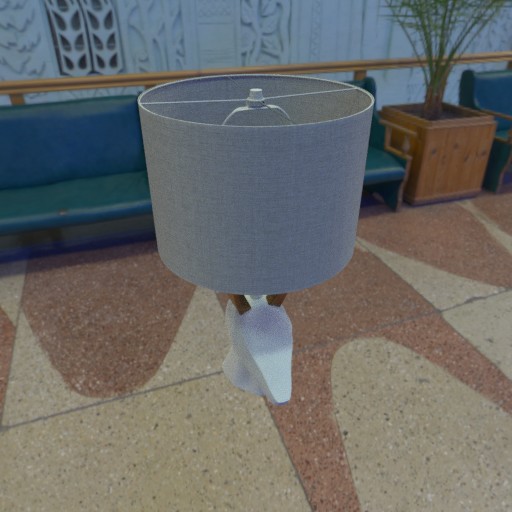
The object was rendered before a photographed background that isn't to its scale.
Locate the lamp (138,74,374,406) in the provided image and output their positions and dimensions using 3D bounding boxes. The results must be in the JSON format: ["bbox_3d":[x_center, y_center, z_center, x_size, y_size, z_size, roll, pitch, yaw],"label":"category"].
[{"bbox_3d":[0.000,0.000,0.703,0.298,0.503,0.298,-10,33,-15],"label":"lamp"}]
